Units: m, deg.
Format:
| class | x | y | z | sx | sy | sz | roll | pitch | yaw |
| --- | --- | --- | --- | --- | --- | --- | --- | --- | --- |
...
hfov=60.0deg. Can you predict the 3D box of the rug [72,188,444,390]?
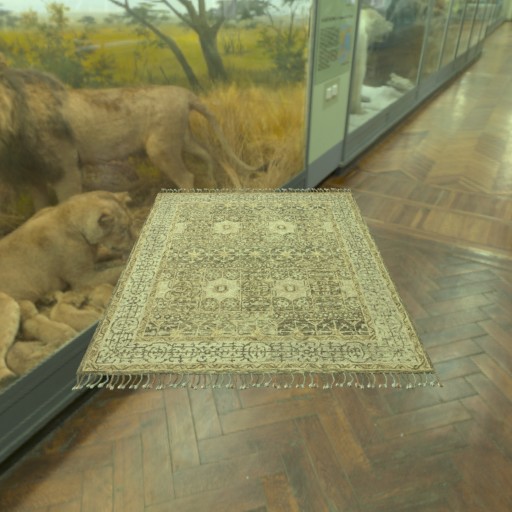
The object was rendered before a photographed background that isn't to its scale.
| class | x | y | z | sx | sy | sz | roll | pitch | yaw |
| --- | --- | --- | --- | --- | --- | --- | --- | --- | --- |
| rug | 0.000 | 0.000 | 4.263 | 2.431 | 0.017 | 3.291 | 0 | 32 | 0 |
